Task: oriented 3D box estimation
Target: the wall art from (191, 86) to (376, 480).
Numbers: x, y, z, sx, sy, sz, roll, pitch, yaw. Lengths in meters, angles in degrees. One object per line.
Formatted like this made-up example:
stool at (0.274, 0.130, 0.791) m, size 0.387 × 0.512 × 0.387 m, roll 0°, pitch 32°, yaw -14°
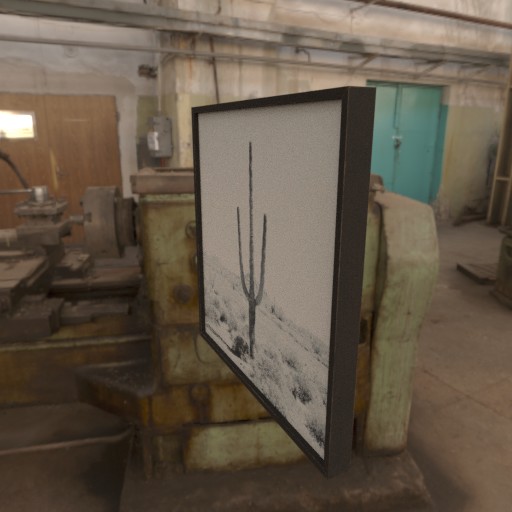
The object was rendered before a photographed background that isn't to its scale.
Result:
wall art at (0.000, 0.000, 0.765) m, size 0.038 × 0.508 × 0.508 m, roll -8°, pitch 18°, yaw -26°
